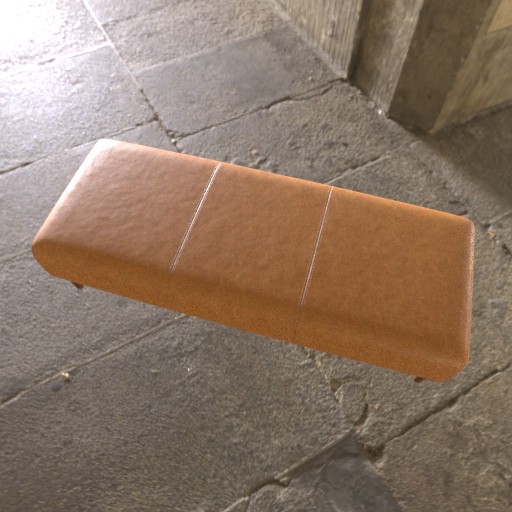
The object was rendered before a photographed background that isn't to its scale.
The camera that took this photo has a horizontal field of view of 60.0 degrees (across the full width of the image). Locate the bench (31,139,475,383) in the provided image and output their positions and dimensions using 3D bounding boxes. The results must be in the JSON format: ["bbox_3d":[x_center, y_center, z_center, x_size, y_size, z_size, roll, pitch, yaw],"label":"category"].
[{"bbox_3d":[0.000,0.000,1.824,1.610,0.399,0.653,14,60,8],"label":"bench"}]
